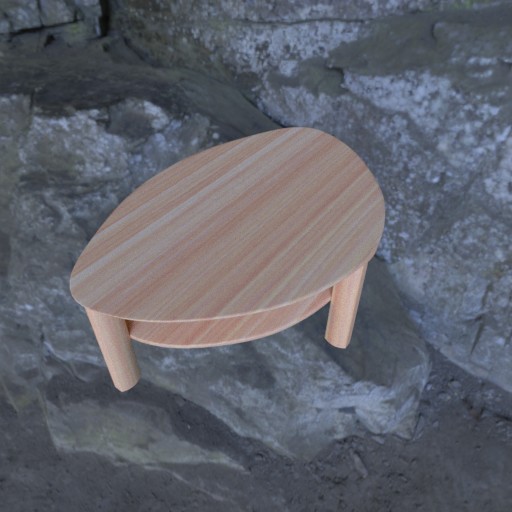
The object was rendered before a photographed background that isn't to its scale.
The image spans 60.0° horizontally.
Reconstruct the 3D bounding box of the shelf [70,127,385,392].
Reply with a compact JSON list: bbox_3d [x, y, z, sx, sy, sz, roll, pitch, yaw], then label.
[{"bbox_3d":[0.000,0.000,1.632,0.845,0.440,1.246,26,48,26],"label":"shelf"}]
